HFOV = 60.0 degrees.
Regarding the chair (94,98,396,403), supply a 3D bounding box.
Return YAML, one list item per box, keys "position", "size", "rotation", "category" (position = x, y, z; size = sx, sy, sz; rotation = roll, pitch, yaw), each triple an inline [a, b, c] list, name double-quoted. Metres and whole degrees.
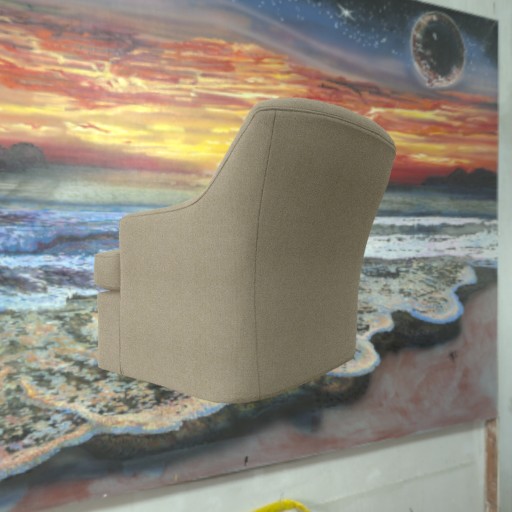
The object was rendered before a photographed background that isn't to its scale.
- position: [0.000, 0.000, 1.621]
  size: [0.923, 0.856, 0.864]
  rotation: [1, 1, 37]
  category: "chair"
